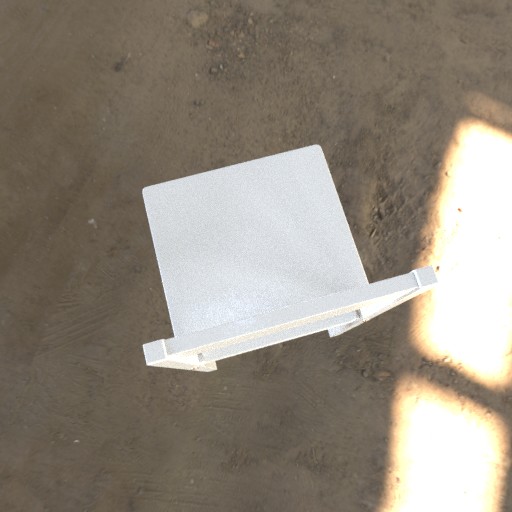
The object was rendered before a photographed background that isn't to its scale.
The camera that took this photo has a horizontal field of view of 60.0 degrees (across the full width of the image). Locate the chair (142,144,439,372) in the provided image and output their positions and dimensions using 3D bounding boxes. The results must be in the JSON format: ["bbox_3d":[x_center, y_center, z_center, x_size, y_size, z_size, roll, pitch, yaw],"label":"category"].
[{"bbox_3d":[0.000,0.000,0.879,0.367,0.668,0.361,-15,75,-4],"label":"chair"}]
